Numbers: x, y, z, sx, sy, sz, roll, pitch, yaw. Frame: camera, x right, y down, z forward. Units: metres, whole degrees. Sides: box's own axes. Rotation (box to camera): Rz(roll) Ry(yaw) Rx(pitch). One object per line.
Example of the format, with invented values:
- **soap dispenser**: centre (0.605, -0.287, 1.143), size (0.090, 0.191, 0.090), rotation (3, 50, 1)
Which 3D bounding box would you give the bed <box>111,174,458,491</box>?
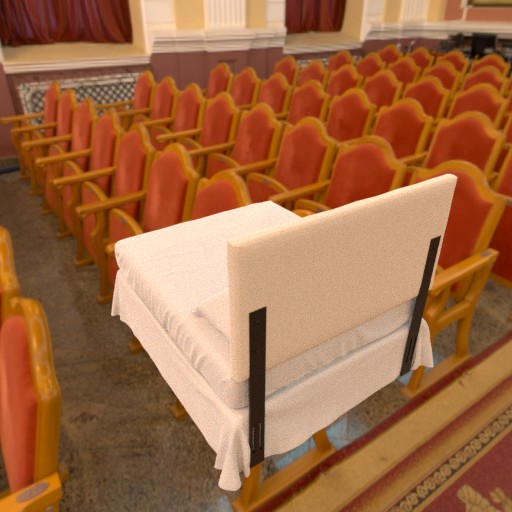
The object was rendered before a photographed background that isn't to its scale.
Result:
- **bed**: centre (0.000, 0.000, 3.444), size (1.936, 1.577, 2.222), rotation (-18, 34, -29)
